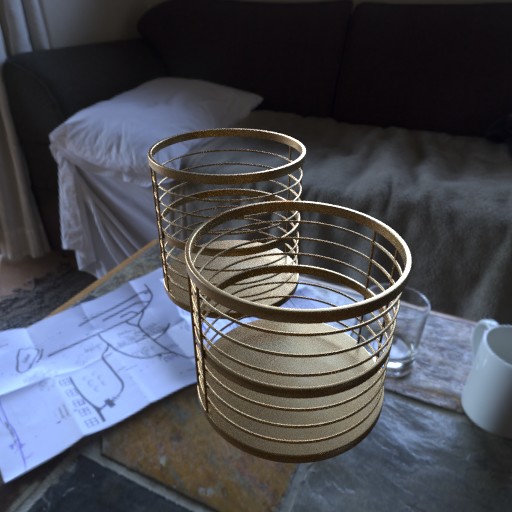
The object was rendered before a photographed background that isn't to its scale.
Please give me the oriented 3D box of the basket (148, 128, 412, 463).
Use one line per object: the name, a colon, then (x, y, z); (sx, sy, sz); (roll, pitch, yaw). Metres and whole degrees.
basket: (0.000, 0.000, 0.936); (0.356, 0.351, 0.746); (-10, 32, -17)
